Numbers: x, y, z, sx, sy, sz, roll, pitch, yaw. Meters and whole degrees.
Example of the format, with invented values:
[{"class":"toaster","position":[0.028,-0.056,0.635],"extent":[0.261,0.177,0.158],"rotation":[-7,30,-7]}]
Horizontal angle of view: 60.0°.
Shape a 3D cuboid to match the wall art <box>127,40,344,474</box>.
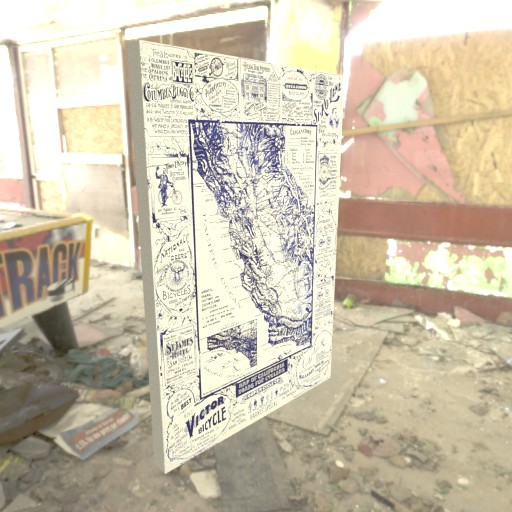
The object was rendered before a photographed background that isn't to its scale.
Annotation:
[{"class":"wall art","position":[0.000,0.000,0.928],"extent":[0.511,0.753,0.039],"rotation":[-13,19,-42]}]
